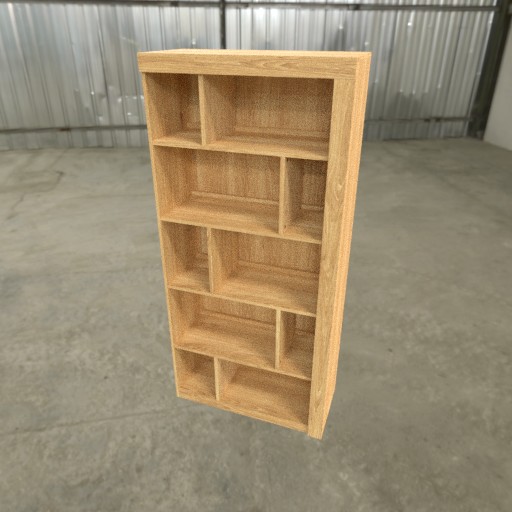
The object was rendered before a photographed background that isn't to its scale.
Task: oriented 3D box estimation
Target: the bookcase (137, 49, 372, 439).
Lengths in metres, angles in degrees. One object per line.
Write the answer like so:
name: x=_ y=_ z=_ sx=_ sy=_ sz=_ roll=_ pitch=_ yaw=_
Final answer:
bookcase: x=0.000 y=0.000 z=2.416 sx=0.950 sy=2.020 sz=0.420 roll=9 pitch=29 yaw=17
